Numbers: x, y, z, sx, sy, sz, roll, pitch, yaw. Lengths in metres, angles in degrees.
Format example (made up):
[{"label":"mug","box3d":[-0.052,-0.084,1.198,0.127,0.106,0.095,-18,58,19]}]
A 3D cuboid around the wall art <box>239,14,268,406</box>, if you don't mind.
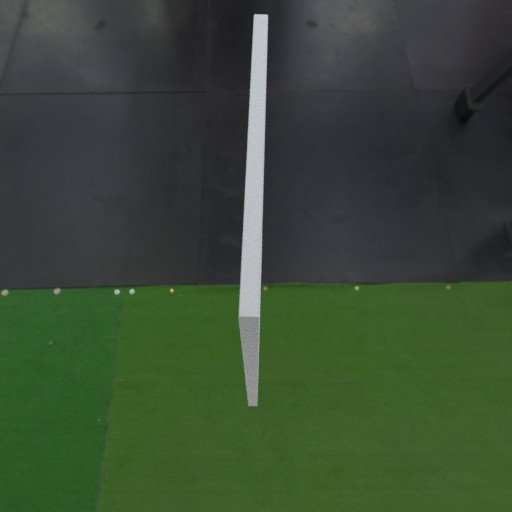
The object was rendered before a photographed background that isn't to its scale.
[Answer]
[{"label":"wall art","box3d":[0.000,0.000,0.607,0.015,0.477,0.332,2,64,1]}]
